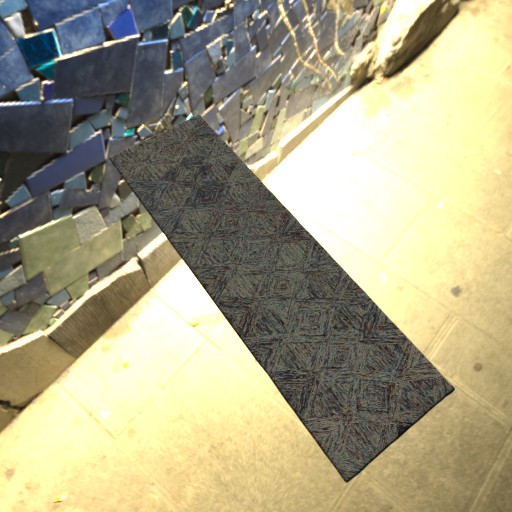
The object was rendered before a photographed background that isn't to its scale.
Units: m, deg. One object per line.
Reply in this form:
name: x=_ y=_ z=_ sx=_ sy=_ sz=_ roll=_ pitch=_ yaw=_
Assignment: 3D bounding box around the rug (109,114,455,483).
rug: x=0.000 y=0.000 z=2.467 sx=0.688 sy=0.015 sz=2.292 roll=-32 pitch=64 yaw=-17
